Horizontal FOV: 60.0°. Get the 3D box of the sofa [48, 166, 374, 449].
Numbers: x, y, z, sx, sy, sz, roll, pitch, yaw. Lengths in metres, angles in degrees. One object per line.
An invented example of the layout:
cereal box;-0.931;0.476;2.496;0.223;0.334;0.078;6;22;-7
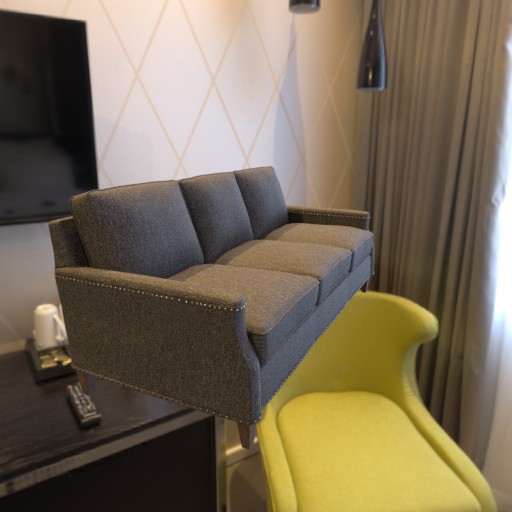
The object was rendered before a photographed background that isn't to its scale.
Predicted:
sofa;0.000;0.000;2.809;1.084;1.003;2.246;7;17;25
